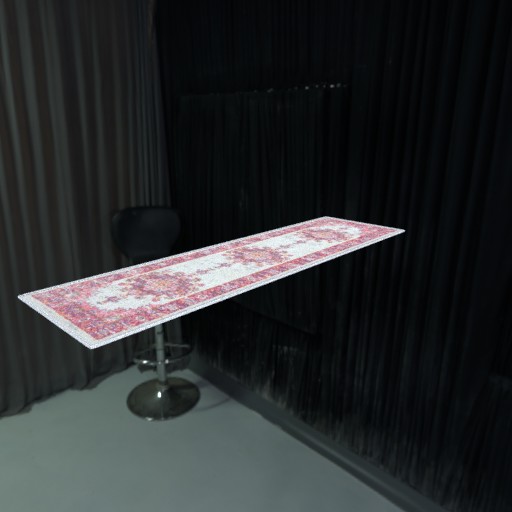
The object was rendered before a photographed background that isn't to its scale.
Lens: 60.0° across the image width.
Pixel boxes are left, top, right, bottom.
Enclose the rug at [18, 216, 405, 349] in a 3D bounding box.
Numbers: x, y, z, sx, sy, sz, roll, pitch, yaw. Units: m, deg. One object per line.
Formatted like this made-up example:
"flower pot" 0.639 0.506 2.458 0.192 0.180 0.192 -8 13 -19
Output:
"rug" 0.000 0.000 2.487 0.666 0.011 2.294 16 23 41
